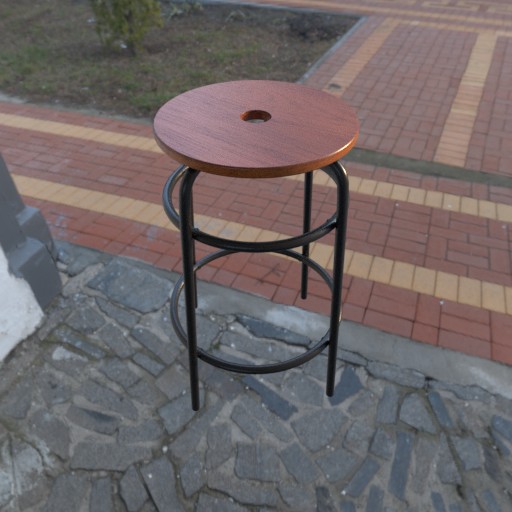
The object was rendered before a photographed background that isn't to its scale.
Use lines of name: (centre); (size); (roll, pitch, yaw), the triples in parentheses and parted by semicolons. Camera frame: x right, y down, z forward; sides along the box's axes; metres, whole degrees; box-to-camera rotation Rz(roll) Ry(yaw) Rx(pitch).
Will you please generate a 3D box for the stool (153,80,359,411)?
stool: (0.000, 0.000, 0.928); (0.455, 0.610, 0.455); (28, 48, 28)
